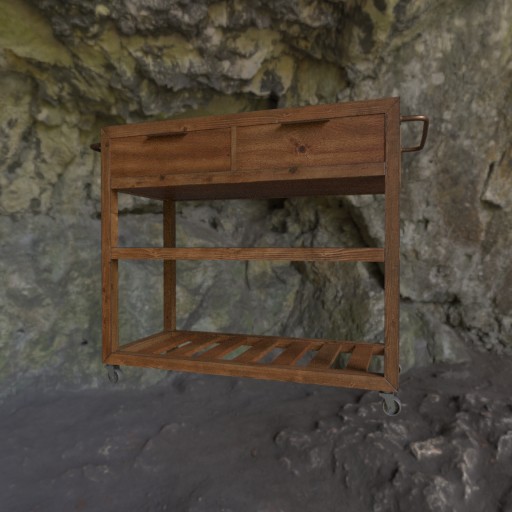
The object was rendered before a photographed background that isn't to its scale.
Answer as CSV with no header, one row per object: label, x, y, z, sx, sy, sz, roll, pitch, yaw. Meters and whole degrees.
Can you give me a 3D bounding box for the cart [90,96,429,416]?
cart,0.000,0.000,1.480,1.065,0.830,0.445,0,1,18
